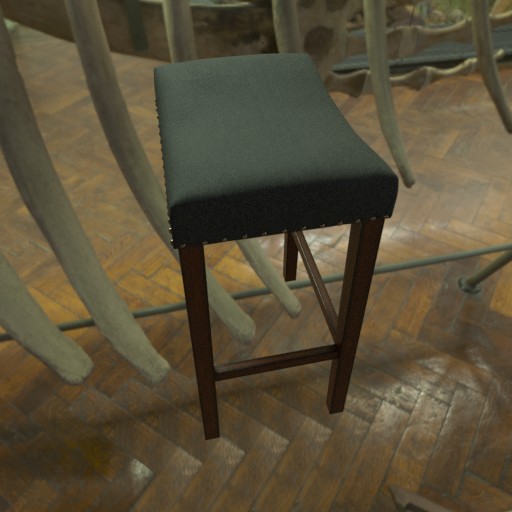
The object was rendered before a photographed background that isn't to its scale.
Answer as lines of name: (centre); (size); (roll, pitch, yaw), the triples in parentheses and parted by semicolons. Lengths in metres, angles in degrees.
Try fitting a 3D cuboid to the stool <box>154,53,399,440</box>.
stool: (0.000, 0.000, 1.045); (0.366, 0.760, 0.502); (-9, 47, -8)
